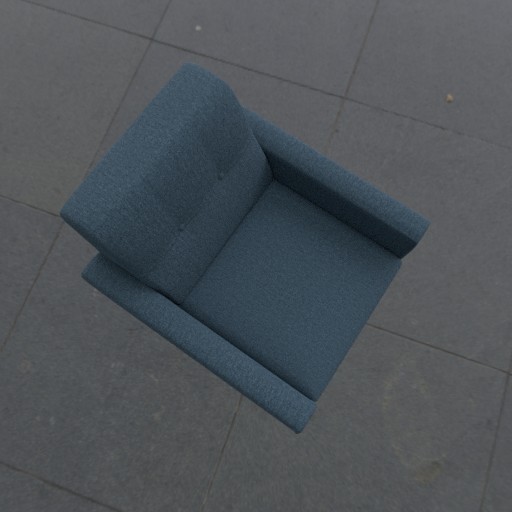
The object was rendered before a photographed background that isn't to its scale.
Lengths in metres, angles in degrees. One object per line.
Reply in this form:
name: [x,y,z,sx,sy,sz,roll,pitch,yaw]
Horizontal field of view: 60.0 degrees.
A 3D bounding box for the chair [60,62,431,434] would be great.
chair: [0.000,0.000,1.686,0.964,0.940,0.880,34,78,8]
